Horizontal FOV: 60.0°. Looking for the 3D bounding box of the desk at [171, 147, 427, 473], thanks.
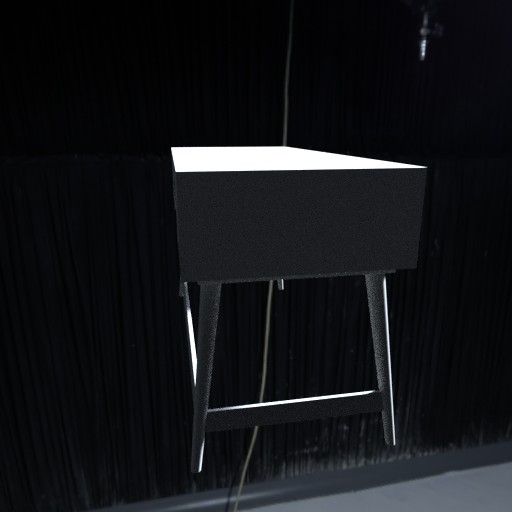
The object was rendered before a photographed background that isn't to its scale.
[{"bbox_3d":[0.000,0.000,1.696,0.589,0.762,1.313,-3,16,-10],"label":"desk"}]
